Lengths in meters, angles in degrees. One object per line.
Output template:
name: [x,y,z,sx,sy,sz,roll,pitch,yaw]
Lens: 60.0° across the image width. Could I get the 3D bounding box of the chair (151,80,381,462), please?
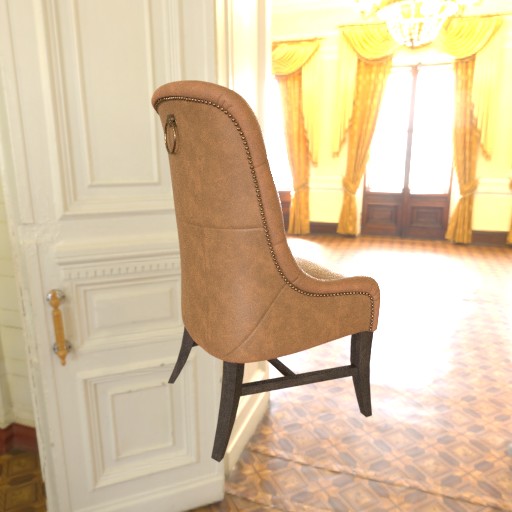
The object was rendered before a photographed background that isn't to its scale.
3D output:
chair: [0.000,0.000,1.533,0.629,1.091,0.634,-7,16,-26]
